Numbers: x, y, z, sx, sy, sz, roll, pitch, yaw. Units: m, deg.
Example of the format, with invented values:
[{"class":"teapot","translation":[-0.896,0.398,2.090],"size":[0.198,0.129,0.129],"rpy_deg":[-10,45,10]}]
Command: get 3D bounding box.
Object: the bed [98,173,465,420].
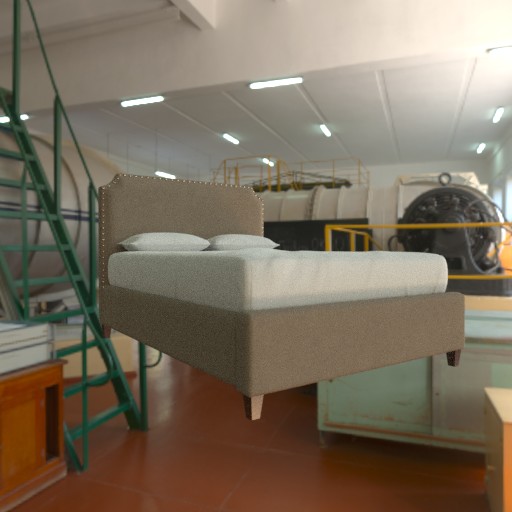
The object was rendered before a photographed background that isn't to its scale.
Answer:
[{"class":"bed","translation":[0.000,0.000,3.333],"size":[1.703,1.415,2.329],"rpy_deg":[-1,1,-35]}]
